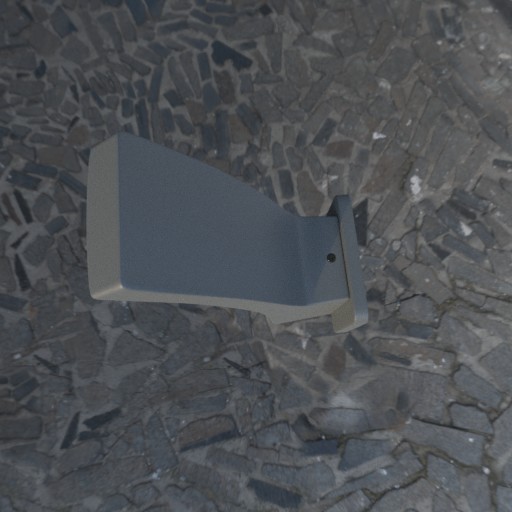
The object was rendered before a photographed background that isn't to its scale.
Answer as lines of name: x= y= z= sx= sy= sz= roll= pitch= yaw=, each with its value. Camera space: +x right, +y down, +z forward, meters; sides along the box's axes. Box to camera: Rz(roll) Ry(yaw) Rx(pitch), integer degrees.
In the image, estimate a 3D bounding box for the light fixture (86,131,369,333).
light fixture: x=0.000 y=0.000 z=0.329 sx=0.174 sy=0.243 sz=0.108 roll=-5 pitch=75 yaw=-1
